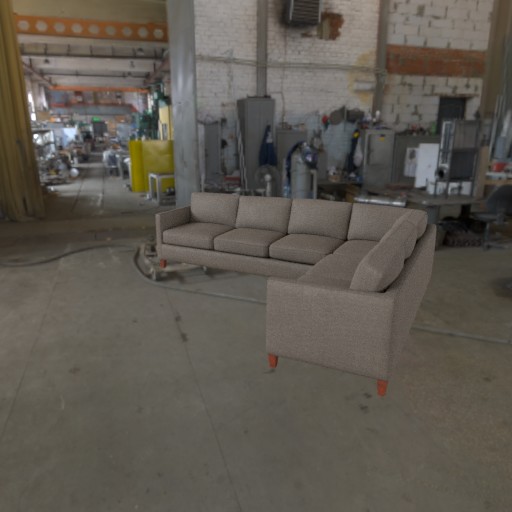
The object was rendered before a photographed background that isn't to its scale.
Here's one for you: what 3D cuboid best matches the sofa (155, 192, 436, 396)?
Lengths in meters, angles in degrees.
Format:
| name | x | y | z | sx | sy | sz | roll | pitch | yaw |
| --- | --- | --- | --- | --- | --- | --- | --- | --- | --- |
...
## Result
| name | x | y | z | sx | sy | sz | roll | pitch | yaw |
| --- | --- | --- | --- | --- | --- | --- | --- | --- | --- |
| sofa | 0.000 | 0.000 | 4.671 | 3.302 | 0.947 | 2.593 | 8 | 18 | 26 |
